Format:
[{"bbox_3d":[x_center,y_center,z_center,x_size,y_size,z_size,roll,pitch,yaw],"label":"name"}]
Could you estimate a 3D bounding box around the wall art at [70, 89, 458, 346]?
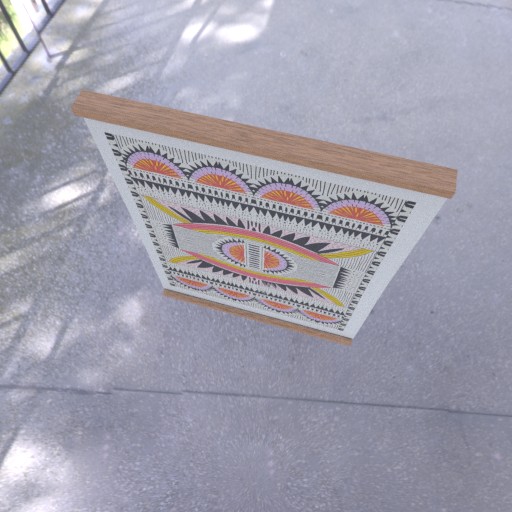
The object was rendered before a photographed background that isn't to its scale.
[{"bbox_3d":[0.000,0.000,0.684,0.403,0.527,0.028,14,64,7],"label":"wall art"}]
